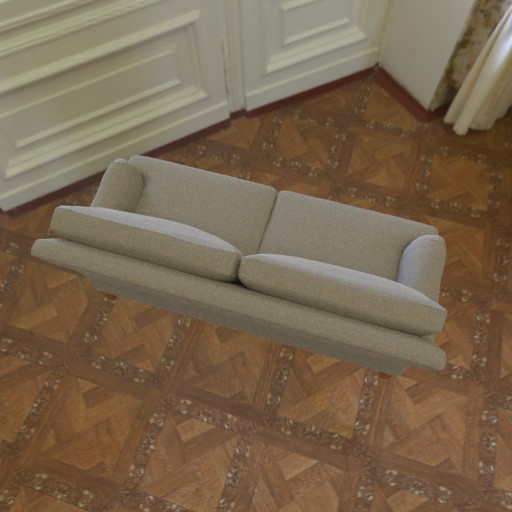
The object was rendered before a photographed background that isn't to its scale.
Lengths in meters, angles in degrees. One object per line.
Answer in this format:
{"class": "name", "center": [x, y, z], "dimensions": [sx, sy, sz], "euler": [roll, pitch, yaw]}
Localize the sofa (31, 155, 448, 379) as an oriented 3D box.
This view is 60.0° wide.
{"class": "sofa", "center": [0.000, 0.000, 2.751], "dimensions": [2.160, 1.054, 1.087], "euler": [15, 63, 8]}
